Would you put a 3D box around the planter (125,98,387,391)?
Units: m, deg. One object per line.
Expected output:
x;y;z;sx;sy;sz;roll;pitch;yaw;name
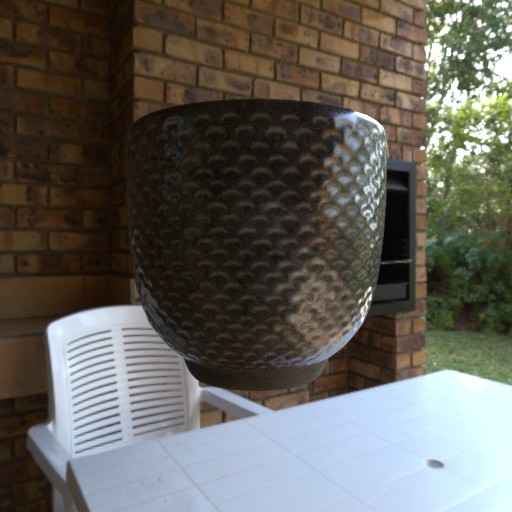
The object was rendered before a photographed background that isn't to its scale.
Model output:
0.000;0.000;0.305;0.172;0.160;0.172;0;1;0;planter
